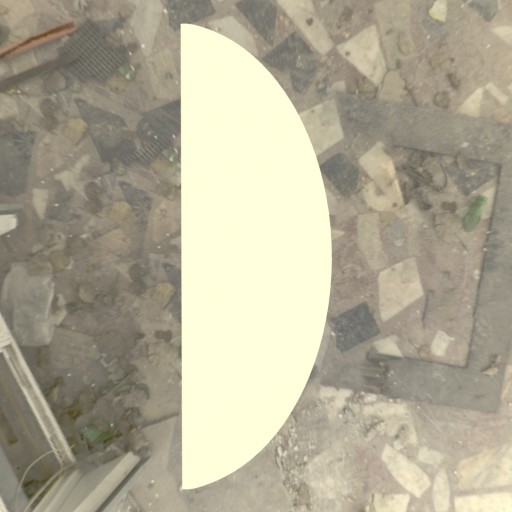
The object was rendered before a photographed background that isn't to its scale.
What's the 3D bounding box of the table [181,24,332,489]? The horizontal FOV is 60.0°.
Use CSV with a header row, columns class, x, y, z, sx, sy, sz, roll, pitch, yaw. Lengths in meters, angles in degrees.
class,x,y,z,sx,sy,sz,roll,pitch,yaw
table,0.000,0.000,1.551,0.394,0.780,1.219,0,91,0
